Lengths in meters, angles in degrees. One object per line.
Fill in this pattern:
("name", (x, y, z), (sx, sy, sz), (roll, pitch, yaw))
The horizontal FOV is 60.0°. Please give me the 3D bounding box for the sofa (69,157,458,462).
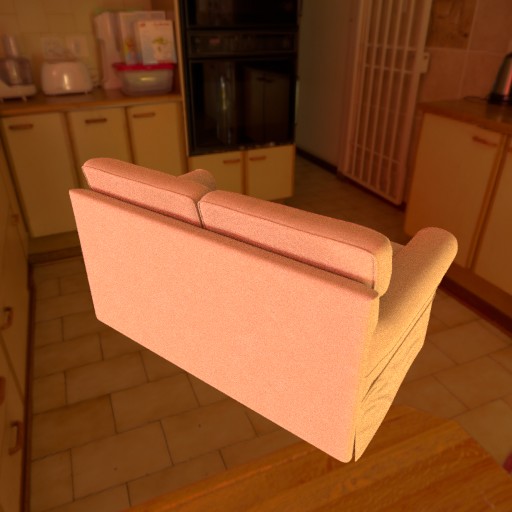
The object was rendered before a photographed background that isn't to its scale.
("sofa", (0.000, 0.000, 2.301), (1.727, 0.940, 0.991), (20, 34, 31))
